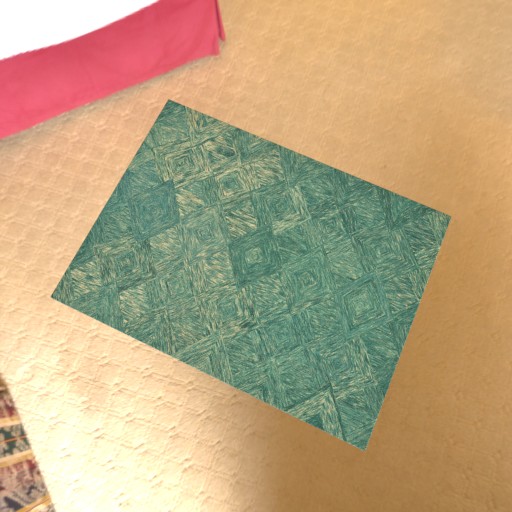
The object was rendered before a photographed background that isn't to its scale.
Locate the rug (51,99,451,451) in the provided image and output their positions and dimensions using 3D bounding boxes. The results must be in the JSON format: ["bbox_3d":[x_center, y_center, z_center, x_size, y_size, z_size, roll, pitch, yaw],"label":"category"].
[{"bbox_3d":[0.000,0.000,4.346,3.217,0.027,2.405,24,76,7],"label":"rug"}]
